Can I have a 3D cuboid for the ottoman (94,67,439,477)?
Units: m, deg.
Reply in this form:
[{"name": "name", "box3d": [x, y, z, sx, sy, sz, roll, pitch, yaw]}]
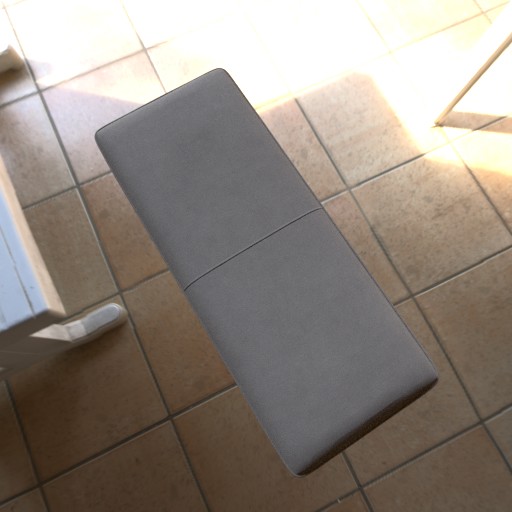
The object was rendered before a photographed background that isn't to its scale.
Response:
[{"name": "ottoman", "box3d": [0.000, 0.000, 2.038, 0.735, 0.460, 1.726, -31, 77, -8]}]
